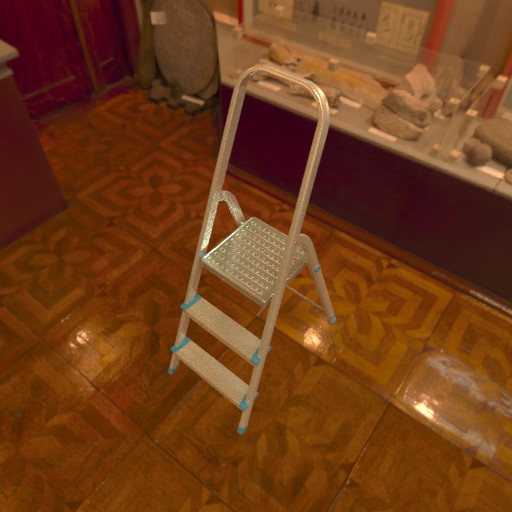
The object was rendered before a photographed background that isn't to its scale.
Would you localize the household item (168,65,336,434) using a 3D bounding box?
[{"bbox_3d":[0.000,0.000,1.534,0.420,1.215,0.687,32,56,25],"label":"household item"}]
